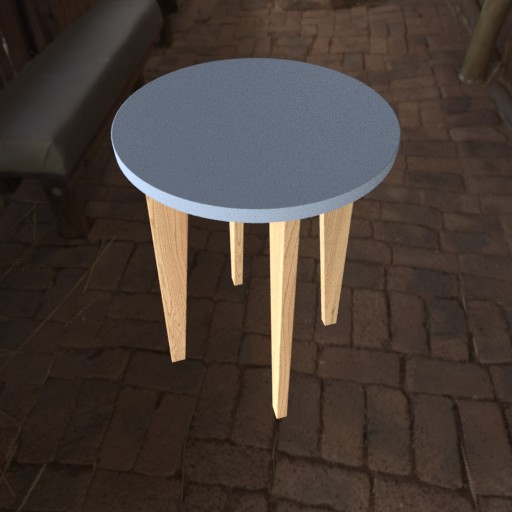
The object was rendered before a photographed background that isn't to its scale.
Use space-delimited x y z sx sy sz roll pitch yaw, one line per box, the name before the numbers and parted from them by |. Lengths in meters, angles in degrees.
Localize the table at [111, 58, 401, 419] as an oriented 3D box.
table | 0.000 0.000 0.730 0.350 0.500 0.350 0 47 0
